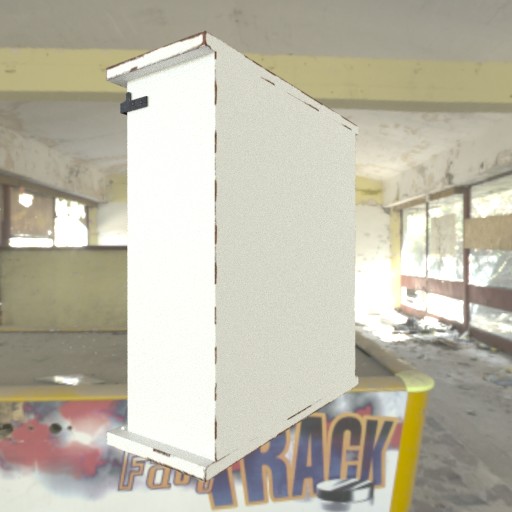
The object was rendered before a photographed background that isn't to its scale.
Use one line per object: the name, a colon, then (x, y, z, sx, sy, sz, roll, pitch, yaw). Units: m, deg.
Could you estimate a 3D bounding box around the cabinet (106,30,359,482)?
cabinet: (0.000, 0.000, 0.873, 0.210, 0.603, 0.541, 0, 0, 35)
